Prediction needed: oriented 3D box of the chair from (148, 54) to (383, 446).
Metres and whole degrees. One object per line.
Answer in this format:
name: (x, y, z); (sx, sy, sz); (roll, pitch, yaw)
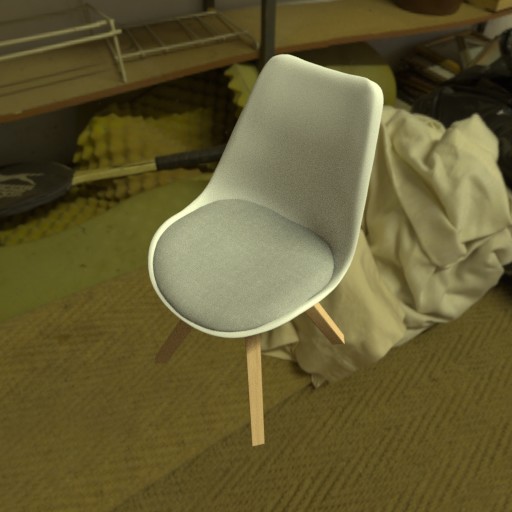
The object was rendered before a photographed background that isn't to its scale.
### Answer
chair: (0.000, 0.000, 1.184); (0.485, 0.850, 0.550); (30, 52, 27)
